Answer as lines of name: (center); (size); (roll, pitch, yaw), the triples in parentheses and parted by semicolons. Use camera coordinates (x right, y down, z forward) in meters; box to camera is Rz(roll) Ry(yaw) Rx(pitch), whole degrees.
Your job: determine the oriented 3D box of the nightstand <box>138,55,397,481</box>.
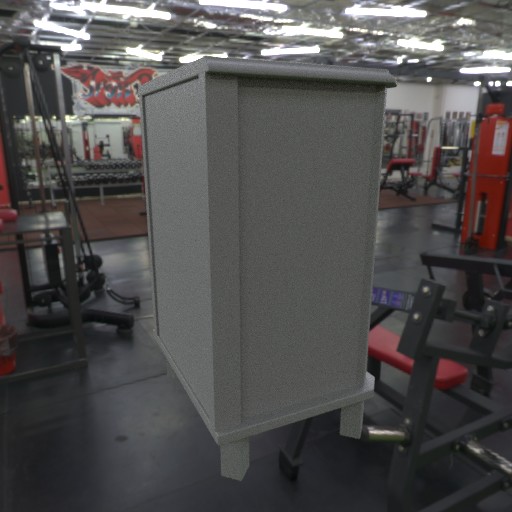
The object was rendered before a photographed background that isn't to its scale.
nightstand: (0.000, 0.000, 0.916); (0.350, 0.680, 0.450); (-7, 17, -25)
